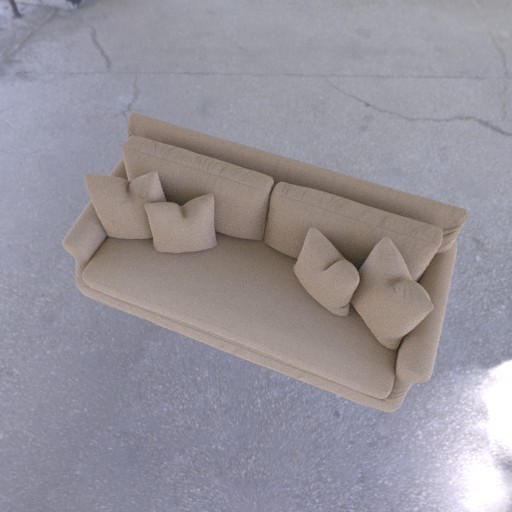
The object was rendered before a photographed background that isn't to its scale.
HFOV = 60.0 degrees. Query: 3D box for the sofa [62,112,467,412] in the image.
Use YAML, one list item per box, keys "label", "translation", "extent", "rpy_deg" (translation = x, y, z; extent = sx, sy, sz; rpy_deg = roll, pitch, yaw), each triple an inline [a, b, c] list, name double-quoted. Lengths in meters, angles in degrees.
- label: "sofa"
  translation: [0.000, 0.000, 2.764]
  extent: [2.285, 0.904, 1.067]
  rpy_deg: [19, 61, 11]
